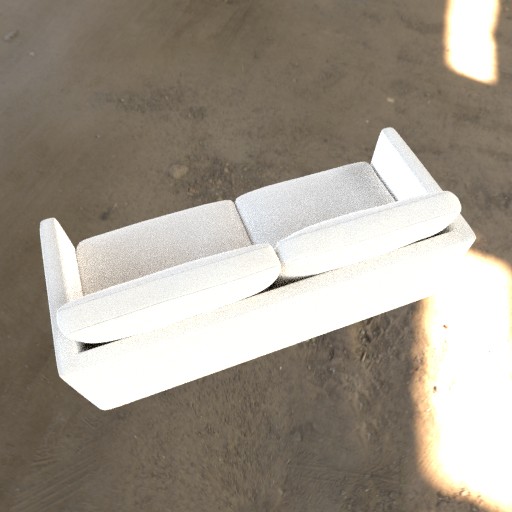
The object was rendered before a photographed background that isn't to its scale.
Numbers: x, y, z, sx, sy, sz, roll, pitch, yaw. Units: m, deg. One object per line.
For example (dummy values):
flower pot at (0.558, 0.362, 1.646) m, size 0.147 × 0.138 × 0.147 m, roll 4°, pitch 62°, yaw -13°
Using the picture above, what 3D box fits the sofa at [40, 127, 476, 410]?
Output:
sofa at (0.000, 0.000, 2.529) m, size 2.139 × 0.933 × 0.924 m, roll -17°, pitch 59°, yaw -10°
